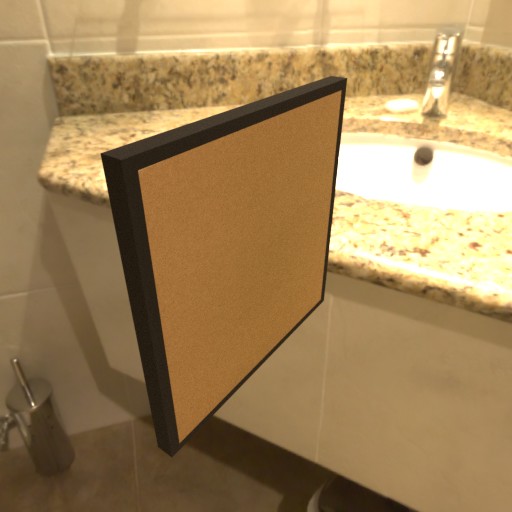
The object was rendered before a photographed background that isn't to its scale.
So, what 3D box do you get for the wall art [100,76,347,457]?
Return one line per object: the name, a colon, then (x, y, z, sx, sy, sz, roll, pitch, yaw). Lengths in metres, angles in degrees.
wall art: (0.000, 0.000, 0.767, 0.033, 0.507, 0.508, 22, 39, 30)
